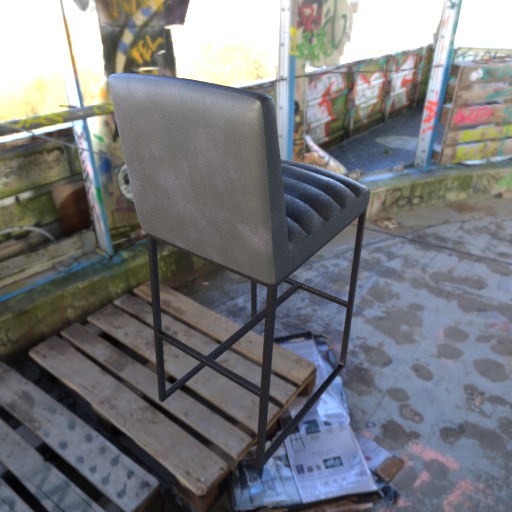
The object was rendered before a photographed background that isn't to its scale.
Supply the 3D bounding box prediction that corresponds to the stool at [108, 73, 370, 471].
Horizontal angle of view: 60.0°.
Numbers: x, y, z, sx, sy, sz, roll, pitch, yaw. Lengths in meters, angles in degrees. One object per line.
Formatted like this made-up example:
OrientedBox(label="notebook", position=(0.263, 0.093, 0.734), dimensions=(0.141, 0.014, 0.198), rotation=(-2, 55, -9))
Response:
OrientedBox(label="stool", position=(0.000, 0.000, 1.333), dimensions=(0.463, 1.065, 0.562), rotation=(21, 37, 31))
